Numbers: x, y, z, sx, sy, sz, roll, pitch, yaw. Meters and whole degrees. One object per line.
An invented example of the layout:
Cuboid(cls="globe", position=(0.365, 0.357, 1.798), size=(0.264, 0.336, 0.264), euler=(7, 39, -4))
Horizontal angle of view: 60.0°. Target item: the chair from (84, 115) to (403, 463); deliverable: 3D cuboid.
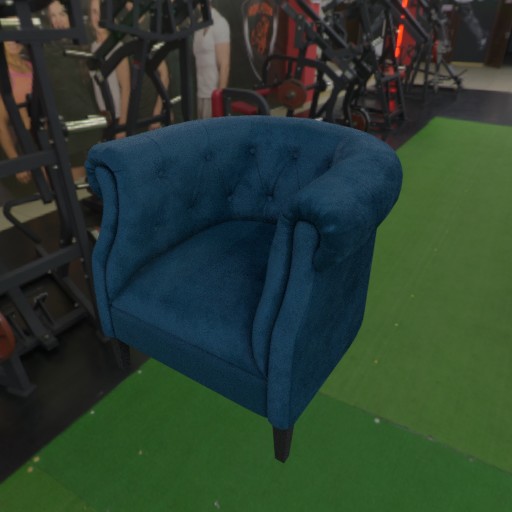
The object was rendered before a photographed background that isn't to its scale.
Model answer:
Cuboid(cls="chair", position=(0.000, 0.000, 1.567), size=(0.904, 0.826, 0.851), euler=(18, 34, 29))
